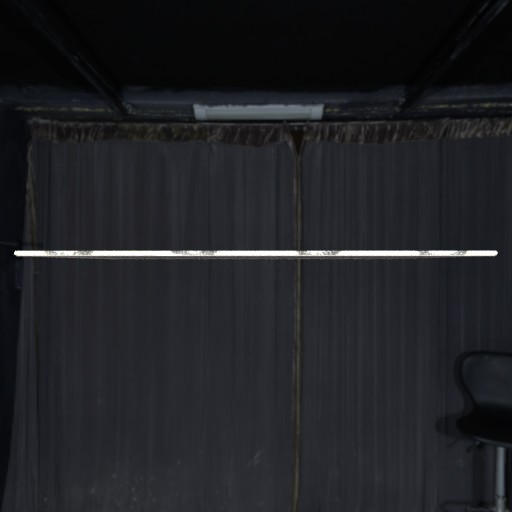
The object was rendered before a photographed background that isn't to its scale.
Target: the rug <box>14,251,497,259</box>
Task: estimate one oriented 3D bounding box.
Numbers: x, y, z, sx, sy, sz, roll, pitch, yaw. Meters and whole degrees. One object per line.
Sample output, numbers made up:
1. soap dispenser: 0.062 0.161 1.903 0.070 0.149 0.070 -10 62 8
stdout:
1. rug: 0.000 0.000 2.884 2.348 0.024 1.501 0 -1 1
